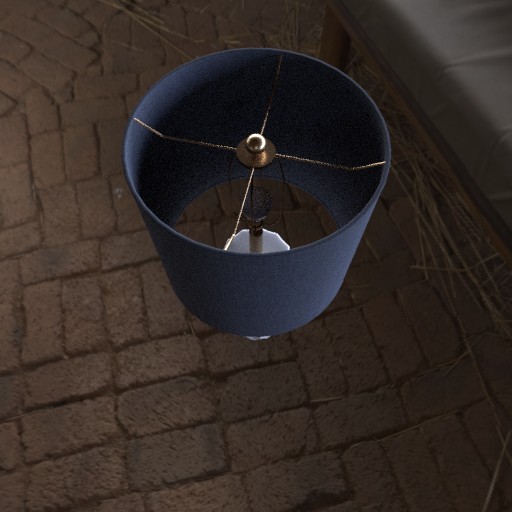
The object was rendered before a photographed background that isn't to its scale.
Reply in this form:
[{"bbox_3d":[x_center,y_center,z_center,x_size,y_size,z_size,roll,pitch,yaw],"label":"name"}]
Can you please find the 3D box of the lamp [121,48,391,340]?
[{"bbox_3d":[0.000,0.000,0.697,0.277,0.537,0.277,-36,68,-17],"label":"lamp"}]
